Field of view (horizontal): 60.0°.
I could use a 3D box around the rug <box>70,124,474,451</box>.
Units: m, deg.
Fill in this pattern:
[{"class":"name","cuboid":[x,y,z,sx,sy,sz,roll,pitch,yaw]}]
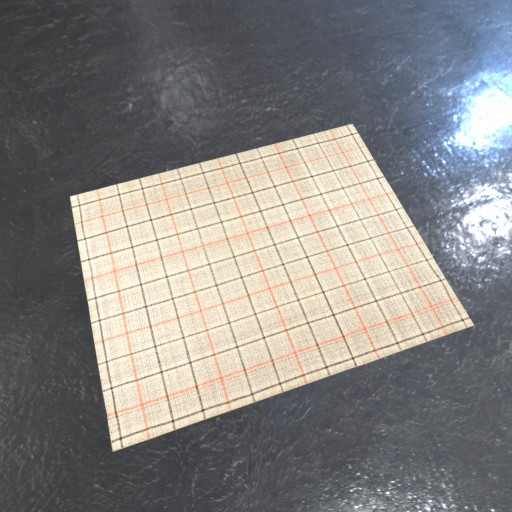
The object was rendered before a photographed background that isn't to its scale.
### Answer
[{"class":"rug","cuboid":[0.000,0.000,4.048,3.048,0.012,2.444,-16,63,-9]}]
